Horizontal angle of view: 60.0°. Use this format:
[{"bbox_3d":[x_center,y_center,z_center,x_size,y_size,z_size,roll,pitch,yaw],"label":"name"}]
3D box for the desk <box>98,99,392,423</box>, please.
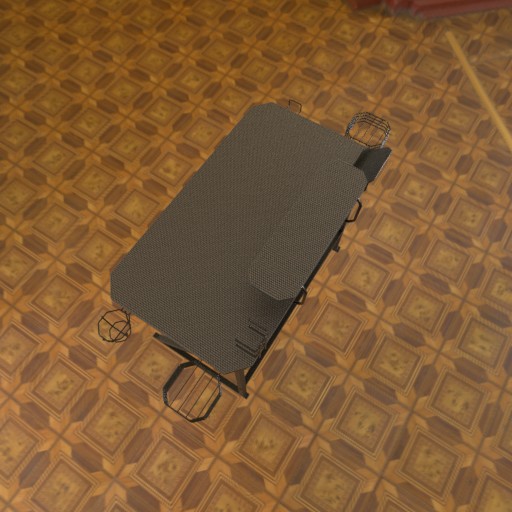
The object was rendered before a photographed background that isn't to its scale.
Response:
[{"bbox_3d":[0.000,0.000,1.769,0.580,0.880,1.290,30,68,13],"label":"desk"}]
